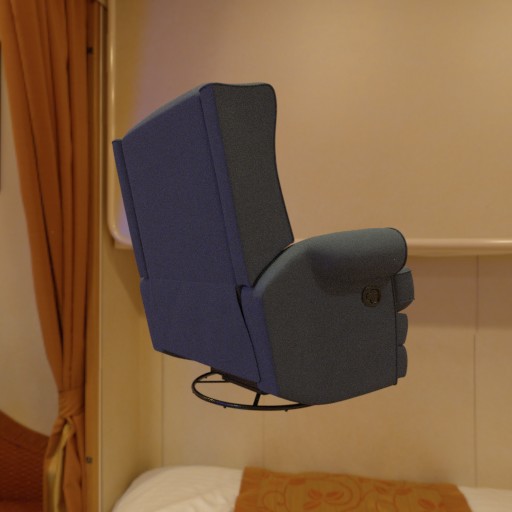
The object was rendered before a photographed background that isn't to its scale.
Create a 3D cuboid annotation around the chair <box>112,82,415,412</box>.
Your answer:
[{"bbox_3d":[0.000,0.000,1.704,0.877,1.020,0.971,0,-1,-37],"label":"chair"}]
